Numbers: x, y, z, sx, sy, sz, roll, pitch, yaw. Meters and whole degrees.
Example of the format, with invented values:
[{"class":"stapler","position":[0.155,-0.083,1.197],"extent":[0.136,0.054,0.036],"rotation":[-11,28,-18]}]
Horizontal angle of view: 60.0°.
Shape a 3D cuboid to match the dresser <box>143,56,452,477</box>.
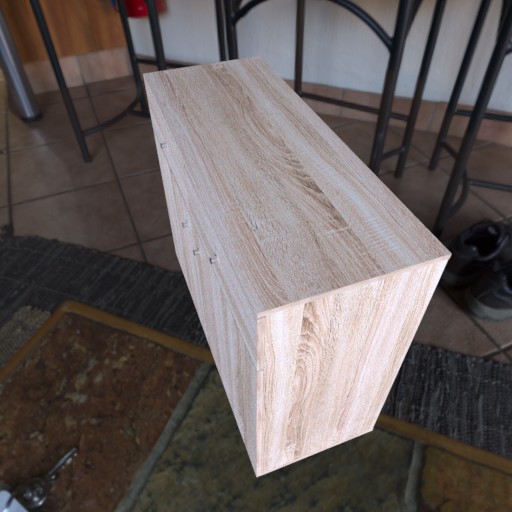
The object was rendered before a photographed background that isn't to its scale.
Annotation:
[{"class":"dresser","position":[0.000,0.000,1.544],"extent":[0.450,0.900,1.100],"rotation":[-15,48,-14]}]
